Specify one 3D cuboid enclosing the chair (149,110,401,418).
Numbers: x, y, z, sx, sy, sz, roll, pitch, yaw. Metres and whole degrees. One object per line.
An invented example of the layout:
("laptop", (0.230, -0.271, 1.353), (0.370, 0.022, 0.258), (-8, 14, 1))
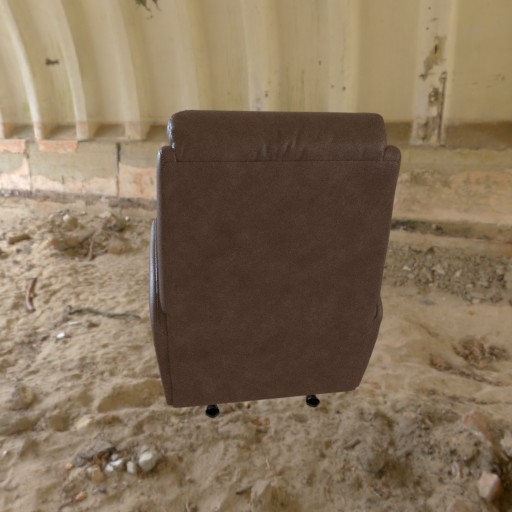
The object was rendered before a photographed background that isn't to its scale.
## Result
("chair", (0.000, 0.000, 1.779), (0.865, 1.067, 1.067), (-3, 15, -9))
